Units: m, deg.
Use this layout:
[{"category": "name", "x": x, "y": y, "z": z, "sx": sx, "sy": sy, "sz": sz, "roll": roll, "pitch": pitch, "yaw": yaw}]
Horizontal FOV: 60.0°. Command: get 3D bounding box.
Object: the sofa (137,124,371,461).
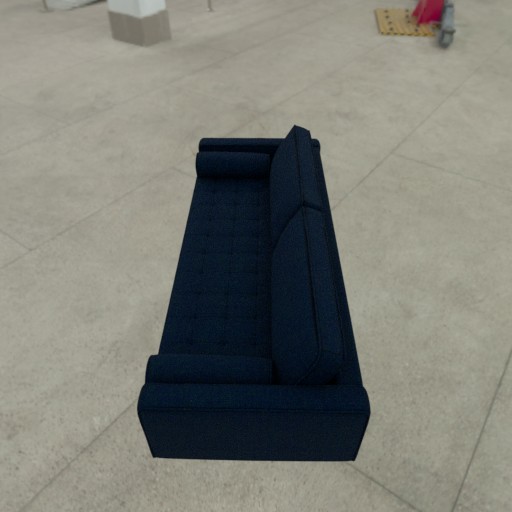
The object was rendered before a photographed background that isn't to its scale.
[{"category": "sofa", "x": 0.000, "y": 0.000, "z": 2.605, "sx": 0.914, "sy": 0.762, "sz": 2.210, "roll": 1, "pitch": 42, "yaw": 1}]
